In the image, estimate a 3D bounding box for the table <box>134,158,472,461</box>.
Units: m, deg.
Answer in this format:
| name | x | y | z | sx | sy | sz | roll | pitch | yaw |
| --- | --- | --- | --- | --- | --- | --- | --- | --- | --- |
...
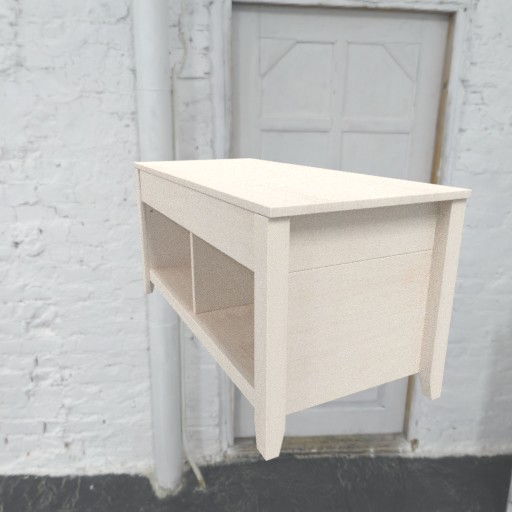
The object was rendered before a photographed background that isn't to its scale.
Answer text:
| name | x | y | z | sx | sy | sz | roll | pitch | yaw |
| --- | --- | --- | --- | --- | --- | --- | --- | --- | --- |
| table | 0.000 | 0.000 | 1.292 | 0.457 | 0.483 | 1.016 | -8 | 18 | -25 |
